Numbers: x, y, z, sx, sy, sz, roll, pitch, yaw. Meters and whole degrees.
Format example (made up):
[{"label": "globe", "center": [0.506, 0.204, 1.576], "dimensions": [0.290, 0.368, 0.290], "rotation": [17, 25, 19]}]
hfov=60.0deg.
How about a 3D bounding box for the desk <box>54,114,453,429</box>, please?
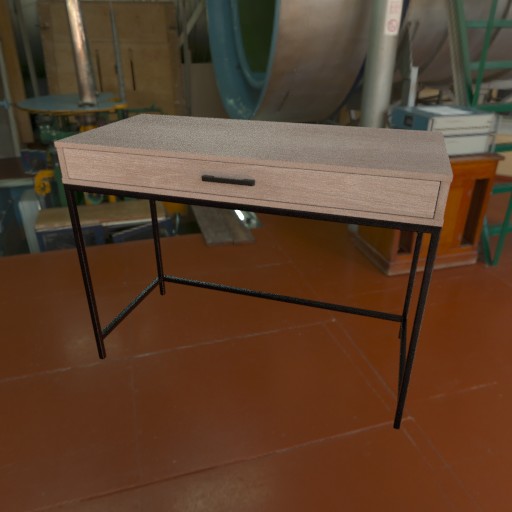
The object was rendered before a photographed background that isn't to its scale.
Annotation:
[{"label": "desk", "center": [0.000, 0.000, 1.436], "dimensions": [1.016, 0.762, 0.470], "rotation": [8, 29, 16]}]
